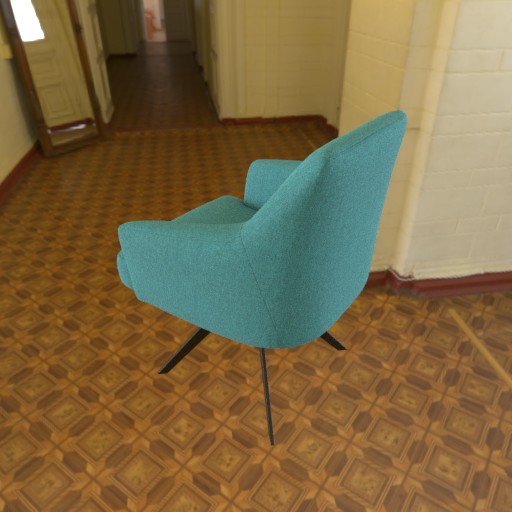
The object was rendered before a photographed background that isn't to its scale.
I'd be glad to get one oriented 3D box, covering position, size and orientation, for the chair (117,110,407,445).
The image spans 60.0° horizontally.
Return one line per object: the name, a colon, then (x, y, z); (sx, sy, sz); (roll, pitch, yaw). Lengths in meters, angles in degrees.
chair: (0.000, 0.000, 1.339); (0.677, 0.874, 0.642); (21, 37, 30)
